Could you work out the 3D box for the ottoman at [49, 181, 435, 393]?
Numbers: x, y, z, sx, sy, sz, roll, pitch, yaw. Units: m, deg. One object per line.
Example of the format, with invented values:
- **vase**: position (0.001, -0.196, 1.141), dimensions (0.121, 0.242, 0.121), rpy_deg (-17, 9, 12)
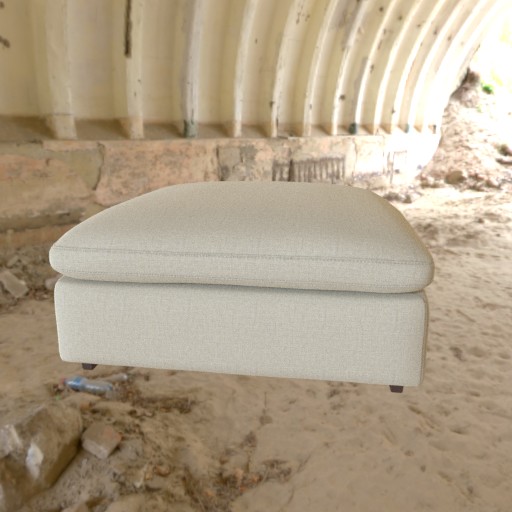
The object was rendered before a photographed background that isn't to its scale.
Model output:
- **ottoman**: position (0.000, 0.000, 1.532), dimensions (0.977, 0.467, 0.996), rpy_deg (2, 16, 7)
